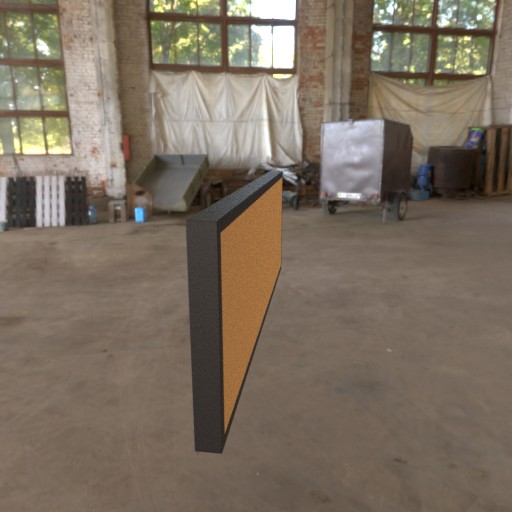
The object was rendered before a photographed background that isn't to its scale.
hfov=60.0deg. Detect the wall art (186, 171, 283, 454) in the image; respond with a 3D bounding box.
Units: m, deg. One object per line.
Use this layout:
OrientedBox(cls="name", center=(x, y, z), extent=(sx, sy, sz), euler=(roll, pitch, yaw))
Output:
OrientedBox(cls="wall art", center=(0.000, 0.000, 0.946), extent=(0.037, 0.303, 0.860), euler=(2, 15, 8))
